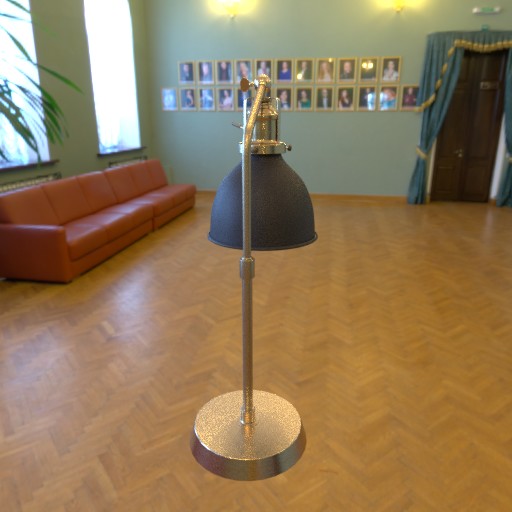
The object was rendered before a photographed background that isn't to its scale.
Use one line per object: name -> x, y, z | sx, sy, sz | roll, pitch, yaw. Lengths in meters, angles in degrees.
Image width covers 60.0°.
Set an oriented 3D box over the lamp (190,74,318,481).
lamp -> 0.000, 0.000, 0.584 | 0.160, 0.456, 0.291 | 2, 17, 8
